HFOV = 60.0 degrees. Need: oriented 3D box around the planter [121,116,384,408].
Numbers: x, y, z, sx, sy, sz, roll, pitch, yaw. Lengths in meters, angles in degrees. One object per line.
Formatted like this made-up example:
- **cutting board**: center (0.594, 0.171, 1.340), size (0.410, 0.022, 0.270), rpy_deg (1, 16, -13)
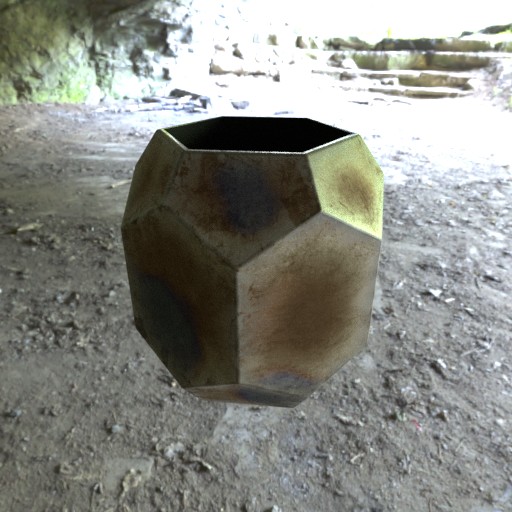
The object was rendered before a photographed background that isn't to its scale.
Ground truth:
- **planter**: center (0.000, 0.000, 0.431), size (0.243, 0.238, 0.221), rpy_deg (18, 32, 32)
